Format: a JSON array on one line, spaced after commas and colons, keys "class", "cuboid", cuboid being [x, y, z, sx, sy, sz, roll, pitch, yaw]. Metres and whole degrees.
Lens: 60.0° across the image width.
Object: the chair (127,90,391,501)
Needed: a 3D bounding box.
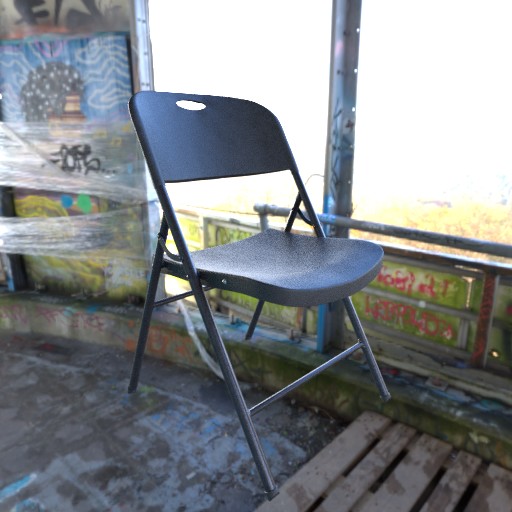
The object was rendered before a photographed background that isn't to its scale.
[{"class": "chair", "cuboid": [0.000, 0.000, 1.127, 0.567, 0.810, 0.494, 15, 22, 42]}]
